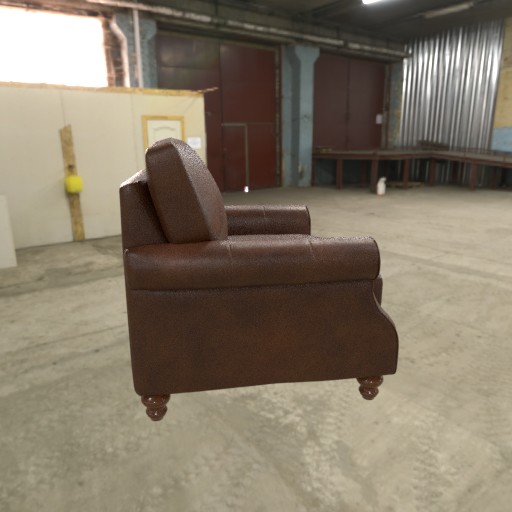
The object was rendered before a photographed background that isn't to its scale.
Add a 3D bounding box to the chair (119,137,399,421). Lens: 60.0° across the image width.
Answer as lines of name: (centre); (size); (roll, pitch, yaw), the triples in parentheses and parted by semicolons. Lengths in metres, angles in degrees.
chair: (0.000, 0.000, 1.870); (0.992, 0.972, 0.989); (-2, 14, -9)
